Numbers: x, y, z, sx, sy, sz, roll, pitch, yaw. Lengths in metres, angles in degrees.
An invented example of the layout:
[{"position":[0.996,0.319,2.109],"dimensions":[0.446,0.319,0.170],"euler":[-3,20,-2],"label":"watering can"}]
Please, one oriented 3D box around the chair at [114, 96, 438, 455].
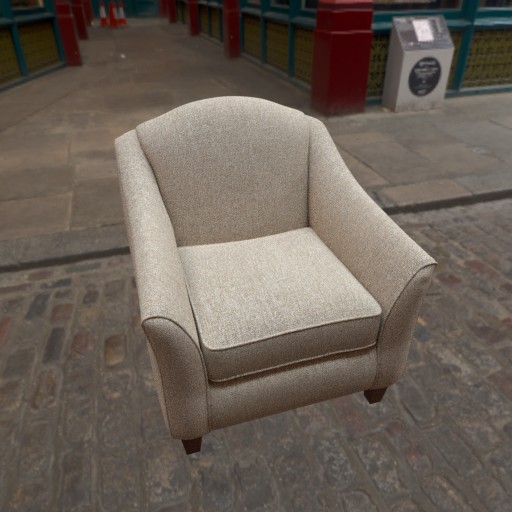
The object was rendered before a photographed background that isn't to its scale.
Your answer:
[{"position":[0.000,0.000,1.418],"dimensions":[0.763,0.839,0.787],"euler":[-10,33,-15],"label":"chair"}]
